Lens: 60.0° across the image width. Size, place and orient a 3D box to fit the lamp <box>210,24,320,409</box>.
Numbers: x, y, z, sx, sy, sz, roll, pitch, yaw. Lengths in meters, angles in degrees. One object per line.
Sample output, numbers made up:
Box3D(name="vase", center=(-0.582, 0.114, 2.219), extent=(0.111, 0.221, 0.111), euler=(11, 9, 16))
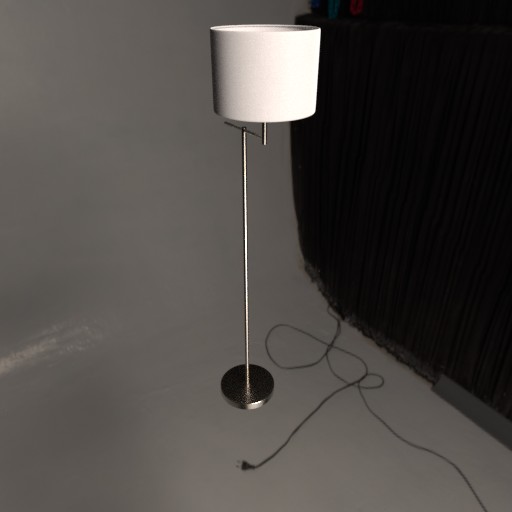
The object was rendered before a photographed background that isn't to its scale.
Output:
Box3D(name="lamp", center=(0.000, 0.000, 1.740), extent=(0.324, 1.600, 0.416), euler=(-20, 36, -30))
